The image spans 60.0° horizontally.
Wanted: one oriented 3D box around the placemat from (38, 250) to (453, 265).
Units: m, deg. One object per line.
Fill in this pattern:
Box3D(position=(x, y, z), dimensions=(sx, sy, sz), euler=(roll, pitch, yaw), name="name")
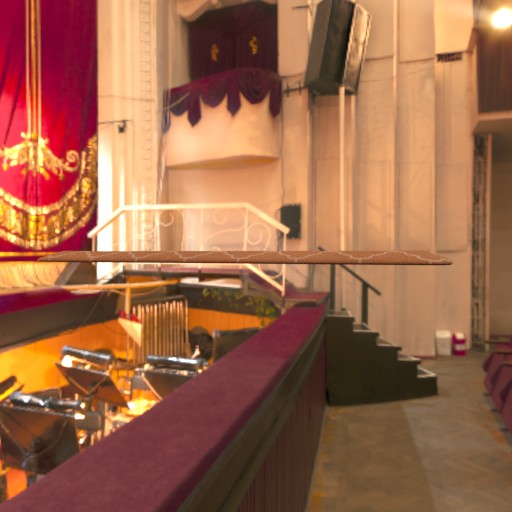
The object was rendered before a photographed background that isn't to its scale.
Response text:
Box3D(position=(0.000, 0.000, 0.977), dimensions=(0.762, 0.021, 0.508), euler=(0, 0, 19), name="placemat")
